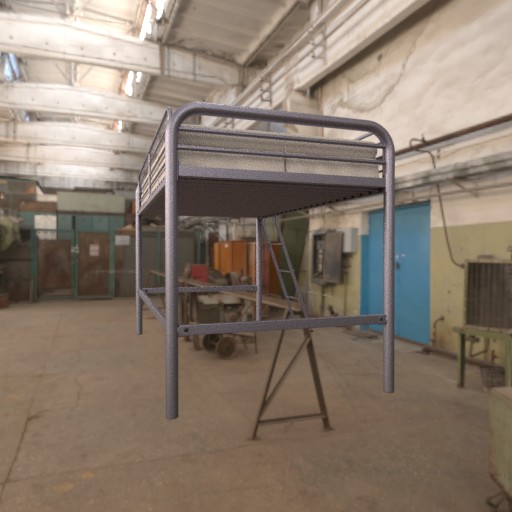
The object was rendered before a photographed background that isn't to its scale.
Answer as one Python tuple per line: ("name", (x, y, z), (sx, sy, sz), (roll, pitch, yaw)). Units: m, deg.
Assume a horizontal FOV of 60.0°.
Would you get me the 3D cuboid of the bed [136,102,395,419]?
("bed", (0.000, 0.000, 2.917), (1.415, 1.288, 1.965), (0, 1, -19))
